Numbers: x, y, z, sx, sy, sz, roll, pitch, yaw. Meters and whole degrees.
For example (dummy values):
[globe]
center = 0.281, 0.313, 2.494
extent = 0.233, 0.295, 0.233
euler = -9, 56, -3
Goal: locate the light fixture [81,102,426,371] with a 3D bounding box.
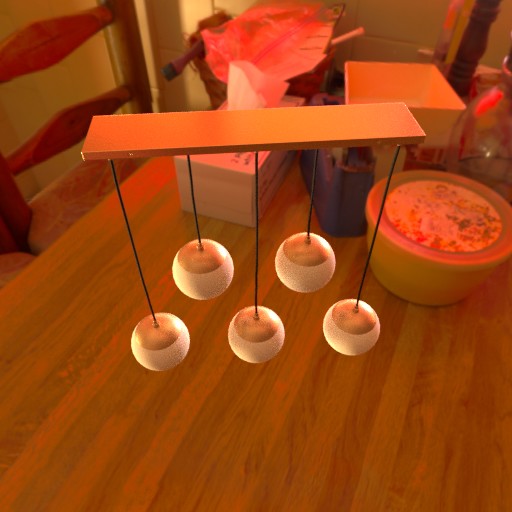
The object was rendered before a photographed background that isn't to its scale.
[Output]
[light fixture]
center = 0.000, 0.000, 1.341
extent = 0.863, 0.869, 0.299
euler = -4, 46, -4
